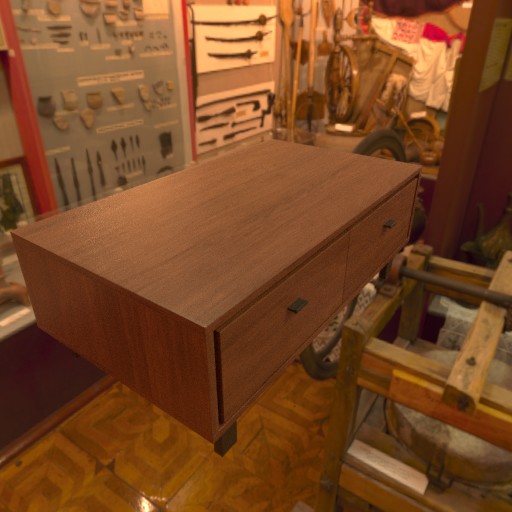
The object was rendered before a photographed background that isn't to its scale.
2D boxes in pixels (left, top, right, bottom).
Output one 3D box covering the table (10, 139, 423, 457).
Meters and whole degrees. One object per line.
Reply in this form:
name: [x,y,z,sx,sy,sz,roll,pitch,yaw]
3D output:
table: [0.000,0.000,1.275,0.600,0.380,1.020,19,34,31]
